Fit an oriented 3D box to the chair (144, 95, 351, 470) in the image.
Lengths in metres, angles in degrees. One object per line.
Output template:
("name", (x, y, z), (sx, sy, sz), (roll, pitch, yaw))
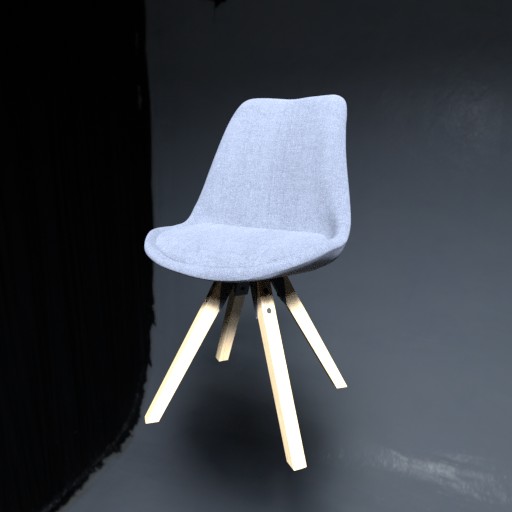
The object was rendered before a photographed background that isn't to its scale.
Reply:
("chair", (0.000, 0.000, 1.184), (0.485, 0.850, 0.550), (6, 15, 24))
